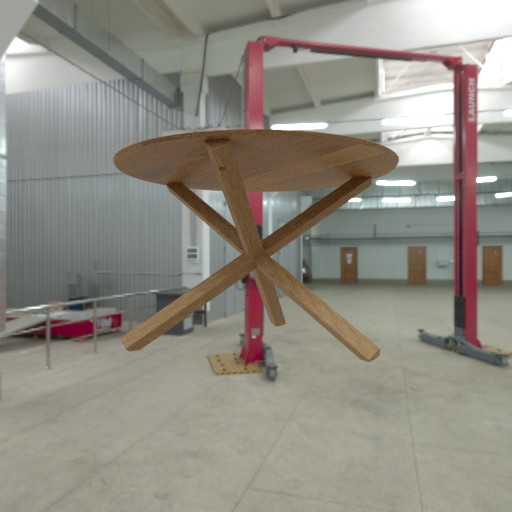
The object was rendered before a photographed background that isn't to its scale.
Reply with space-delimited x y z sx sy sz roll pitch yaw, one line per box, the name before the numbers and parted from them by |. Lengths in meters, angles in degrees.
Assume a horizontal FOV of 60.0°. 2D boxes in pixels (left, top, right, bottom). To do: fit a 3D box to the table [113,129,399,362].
table | 0.000 0.000 1.687 1.038 0.666 1.038 0 0 0
